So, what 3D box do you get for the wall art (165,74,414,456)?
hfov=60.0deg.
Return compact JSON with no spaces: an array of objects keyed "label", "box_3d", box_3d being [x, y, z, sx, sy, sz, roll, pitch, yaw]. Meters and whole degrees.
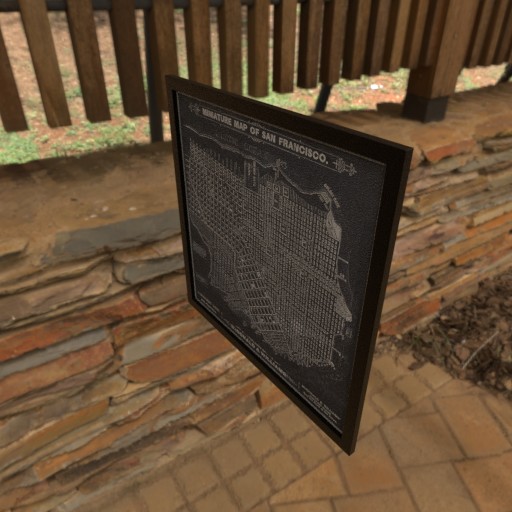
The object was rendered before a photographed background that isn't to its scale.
[{"label":"wall art","box_3d":[0.000,0.000,0.679,0.012,0.458,0.457,-23,39,-31]}]
